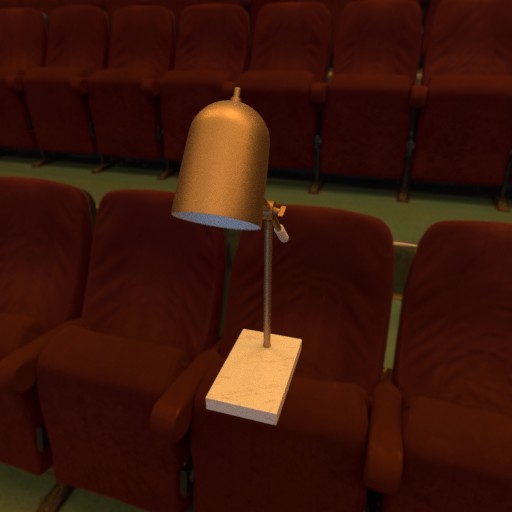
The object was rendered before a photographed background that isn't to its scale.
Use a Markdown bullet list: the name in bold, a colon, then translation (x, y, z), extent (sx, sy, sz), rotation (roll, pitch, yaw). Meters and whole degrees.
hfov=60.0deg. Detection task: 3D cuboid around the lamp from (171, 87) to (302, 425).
- **lamp**: translation (0.000, 0.000, 0.818), extent (0.144, 0.603, 0.471), rotation (8, 28, 15)
